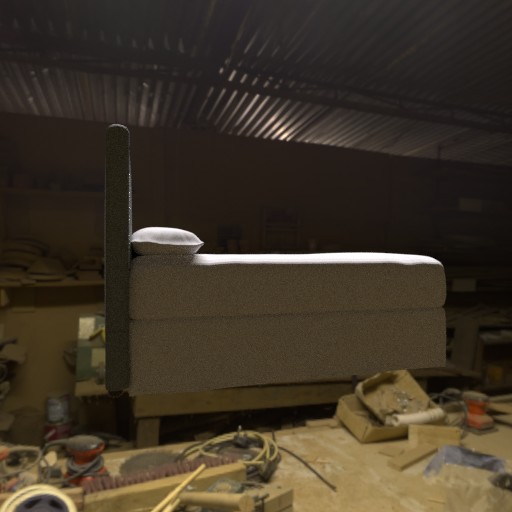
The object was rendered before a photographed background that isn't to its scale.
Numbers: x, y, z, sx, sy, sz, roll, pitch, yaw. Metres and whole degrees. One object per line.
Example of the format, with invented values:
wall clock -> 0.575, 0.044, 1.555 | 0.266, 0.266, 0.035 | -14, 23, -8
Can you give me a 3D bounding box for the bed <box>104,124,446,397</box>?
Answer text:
bed -> 0.000, 0.000, 3.318 | 2.143, 1.460, 1.753 | 0, 0, -19
